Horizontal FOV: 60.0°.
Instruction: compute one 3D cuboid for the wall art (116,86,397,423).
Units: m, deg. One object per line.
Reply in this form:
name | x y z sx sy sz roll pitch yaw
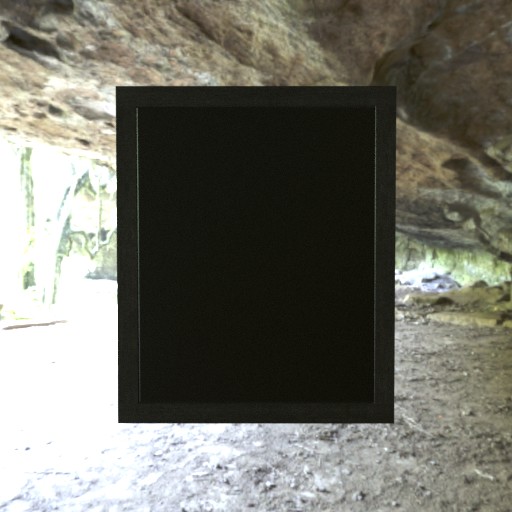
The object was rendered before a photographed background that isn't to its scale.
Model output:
wall art | 0.000 0.000 0.775 0.479 0.580 0.027 0 1 0
